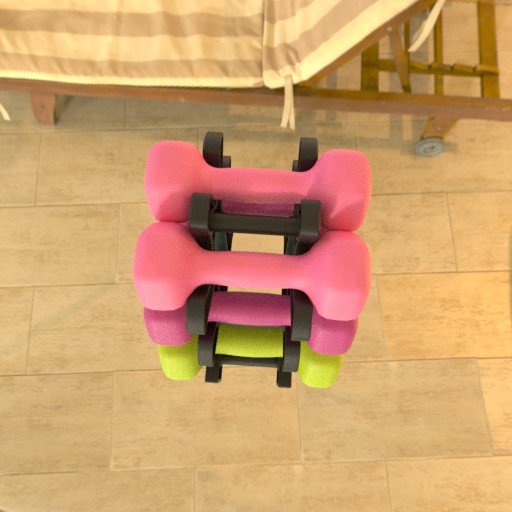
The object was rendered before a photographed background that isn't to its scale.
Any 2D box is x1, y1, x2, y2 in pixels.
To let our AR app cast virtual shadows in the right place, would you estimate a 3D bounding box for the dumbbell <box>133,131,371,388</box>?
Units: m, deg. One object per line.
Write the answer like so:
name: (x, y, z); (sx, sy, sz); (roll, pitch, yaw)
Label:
dumbbell: (0.000, 0.000, 0.448); (0.203, 0.261, 0.257); (4, 76, 1)
